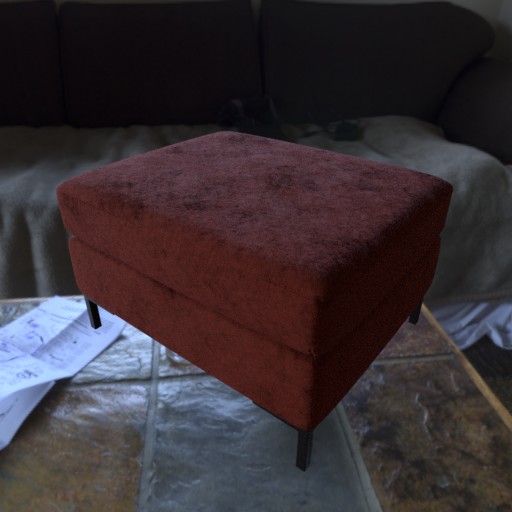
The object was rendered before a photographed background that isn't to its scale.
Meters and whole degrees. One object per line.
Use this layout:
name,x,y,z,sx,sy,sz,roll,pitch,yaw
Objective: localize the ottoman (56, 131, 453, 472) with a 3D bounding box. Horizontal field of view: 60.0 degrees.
ottoman,0.000,0.000,1.177,0.782,0.462,0.650,22,37,32
